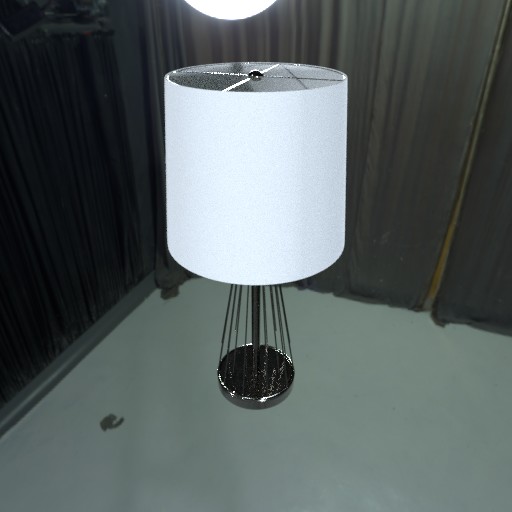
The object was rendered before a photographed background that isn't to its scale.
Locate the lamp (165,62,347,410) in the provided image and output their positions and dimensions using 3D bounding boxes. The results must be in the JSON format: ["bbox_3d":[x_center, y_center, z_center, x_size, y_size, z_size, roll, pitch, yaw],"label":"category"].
[{"bbox_3d":[0.000,0.000,0.791,0.303,0.618,0.303,0,31,0],"label":"lamp"}]
